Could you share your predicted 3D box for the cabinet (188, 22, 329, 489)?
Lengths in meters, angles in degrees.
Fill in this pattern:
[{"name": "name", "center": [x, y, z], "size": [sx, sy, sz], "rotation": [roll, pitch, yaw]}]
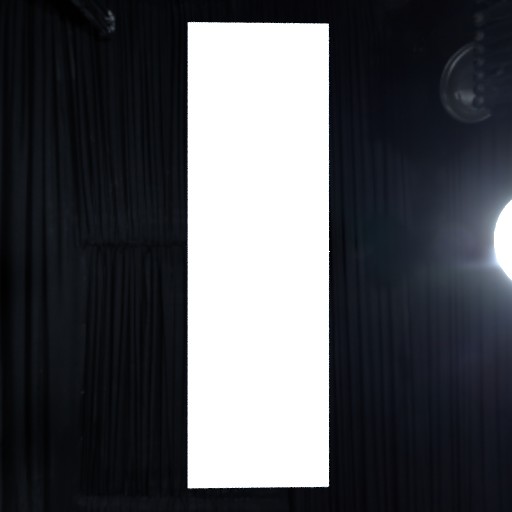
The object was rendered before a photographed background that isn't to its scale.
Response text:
[{"name": "cabinet", "center": [0.000, 0.000, 2.317], "size": [0.580, 1.920, 0.980], "rotation": [0, 0, -1]}]
